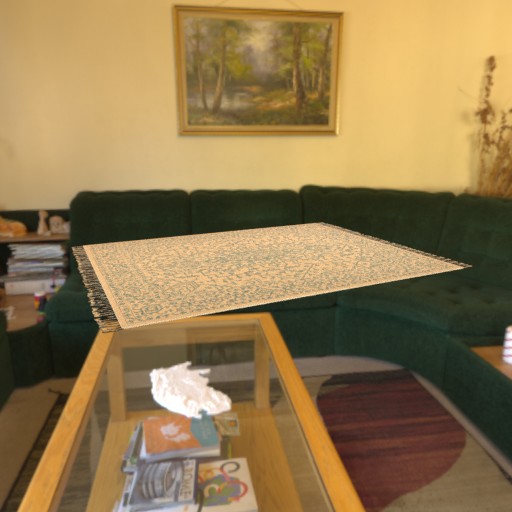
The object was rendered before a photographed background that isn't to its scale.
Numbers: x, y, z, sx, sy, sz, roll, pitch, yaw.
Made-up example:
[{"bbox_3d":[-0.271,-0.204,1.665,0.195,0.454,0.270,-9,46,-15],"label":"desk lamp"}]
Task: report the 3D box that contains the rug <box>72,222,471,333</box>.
[{"bbox_3d":[0.000,0.000,4.468,3.327,0.010,2.464,-7,16,-25],"label":"rug"}]
